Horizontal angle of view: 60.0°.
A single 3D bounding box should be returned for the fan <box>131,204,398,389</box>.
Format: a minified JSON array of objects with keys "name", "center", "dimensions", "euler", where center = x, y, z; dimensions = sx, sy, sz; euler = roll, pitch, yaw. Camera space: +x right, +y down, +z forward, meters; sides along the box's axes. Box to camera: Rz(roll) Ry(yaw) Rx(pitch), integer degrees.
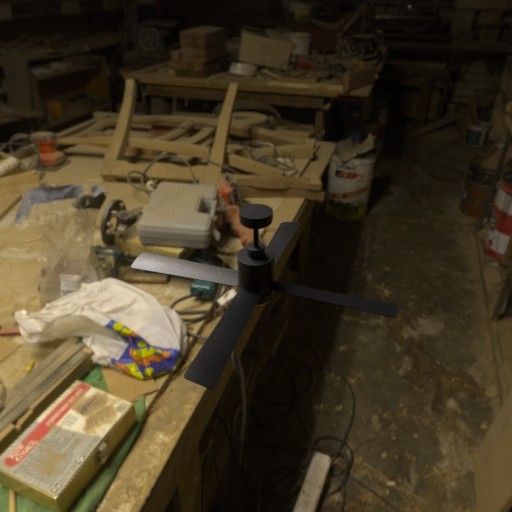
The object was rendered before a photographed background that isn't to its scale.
[{"name":"fan","center":[0.000,0.000,2.371],"dimensions":[1.525,0.534,1.525],"euler":[11,34,16]}]
